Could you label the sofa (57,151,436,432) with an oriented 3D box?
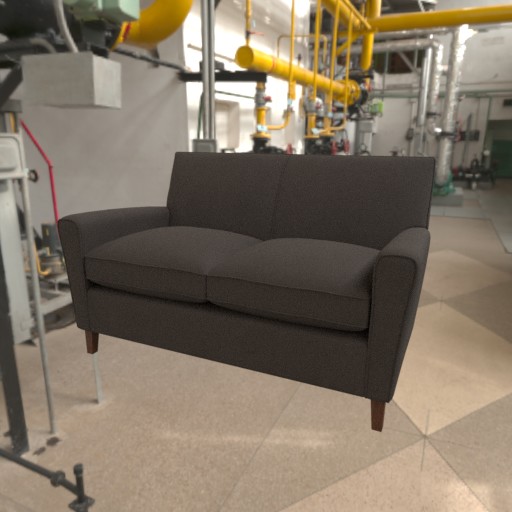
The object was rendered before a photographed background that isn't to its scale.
[{"bbox_3d":[0.000,0.000,1.954,1.420,0.846,0.871,7,17,24],"label":"sofa"}]
